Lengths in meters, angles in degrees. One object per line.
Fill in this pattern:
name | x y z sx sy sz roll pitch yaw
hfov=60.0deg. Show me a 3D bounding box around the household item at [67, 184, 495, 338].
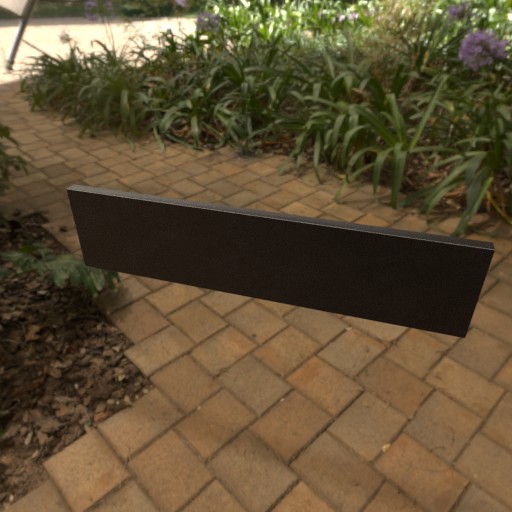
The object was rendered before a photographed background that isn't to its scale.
household item | 0.000 0.000 1.078 1.001 0.236 0.030 9 34 14
